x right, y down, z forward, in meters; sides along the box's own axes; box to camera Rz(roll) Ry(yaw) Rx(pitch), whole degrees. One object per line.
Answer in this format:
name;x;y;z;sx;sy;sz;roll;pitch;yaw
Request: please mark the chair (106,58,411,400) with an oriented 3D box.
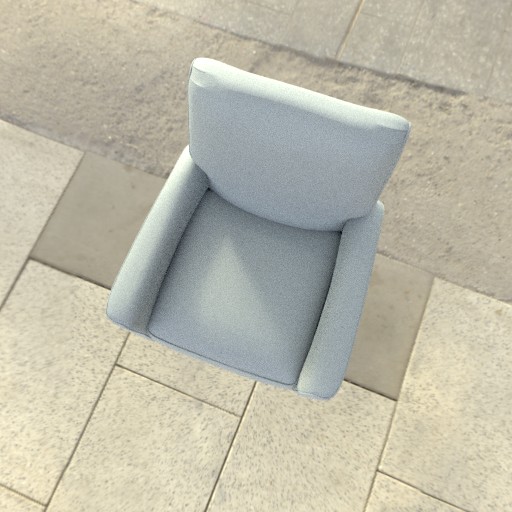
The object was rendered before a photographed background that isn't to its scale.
chair;0.000;0.000;1.651;0.853;1.007;0.846;19;75;5
